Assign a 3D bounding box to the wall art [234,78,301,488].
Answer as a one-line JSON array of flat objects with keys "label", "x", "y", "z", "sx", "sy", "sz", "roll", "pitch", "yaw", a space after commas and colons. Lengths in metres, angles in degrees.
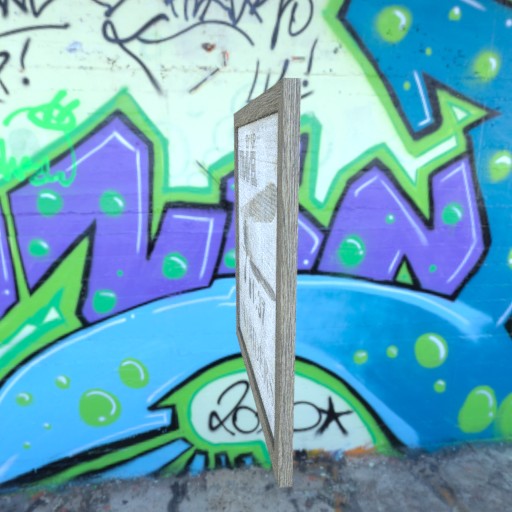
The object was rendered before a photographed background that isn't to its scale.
[{"label": "wall art", "x": 0.000, "y": 0.000, "z": 0.771, "sx": 0.019, "sy": 0.508, "sz": 0.508, "roll": -2, "pitch": 14, "yaw": -9}]
